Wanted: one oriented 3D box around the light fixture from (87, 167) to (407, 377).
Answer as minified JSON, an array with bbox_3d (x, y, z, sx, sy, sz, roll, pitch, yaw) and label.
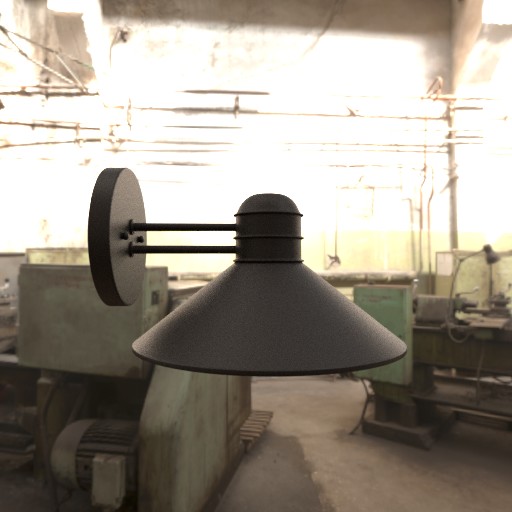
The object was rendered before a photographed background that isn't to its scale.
[{"bbox_3d":[0.000,0.000,0.672,0.434,0.265,0.396,0,-1,-1],"label":"light fixture"}]
